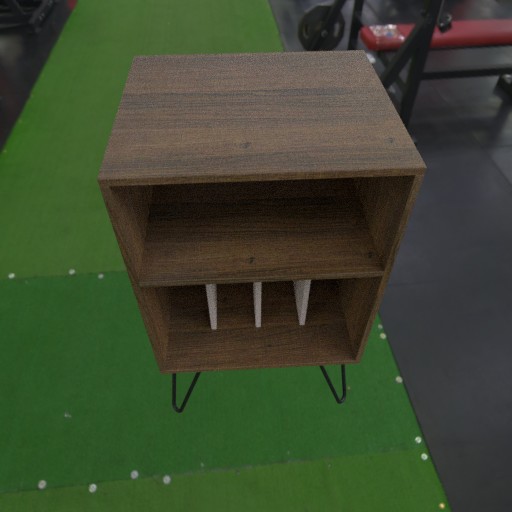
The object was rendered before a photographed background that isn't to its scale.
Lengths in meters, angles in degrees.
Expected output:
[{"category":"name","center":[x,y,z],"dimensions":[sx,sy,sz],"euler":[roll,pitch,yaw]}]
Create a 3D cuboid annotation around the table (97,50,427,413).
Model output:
[{"category":"table","center":[0.000,0.000,1.166],"dimensions":[0.526,0.866,0.457],"euler":[-2,47,-2]}]
